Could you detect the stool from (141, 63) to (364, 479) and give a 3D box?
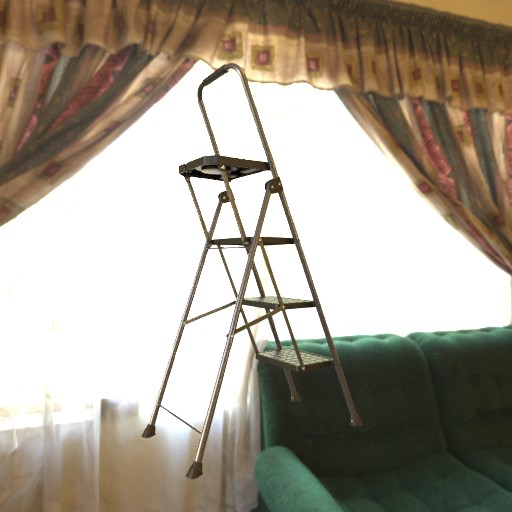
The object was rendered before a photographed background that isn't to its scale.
[{"bbox_3d":[0.000,0.000,1.632,0.733,1.277,0.396,0,-1,-35],"label":"stool"}]
